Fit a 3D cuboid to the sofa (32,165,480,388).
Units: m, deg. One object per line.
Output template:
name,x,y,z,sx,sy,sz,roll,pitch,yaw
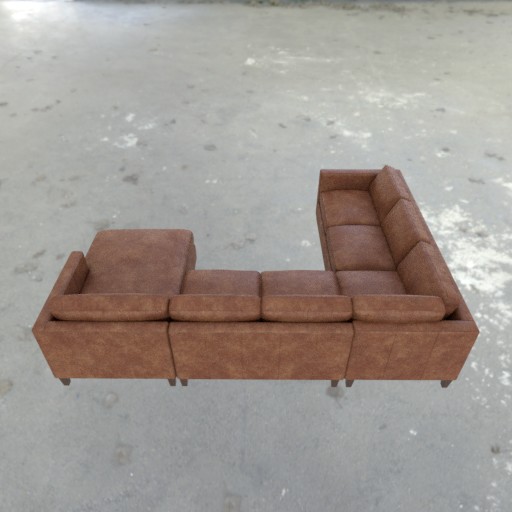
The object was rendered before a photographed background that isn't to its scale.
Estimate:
sofa,0.000,0.000,4.389,3.324,0.888,2.452,0,40,0
